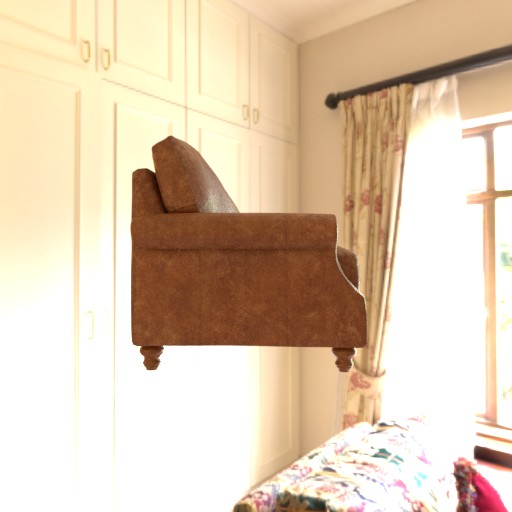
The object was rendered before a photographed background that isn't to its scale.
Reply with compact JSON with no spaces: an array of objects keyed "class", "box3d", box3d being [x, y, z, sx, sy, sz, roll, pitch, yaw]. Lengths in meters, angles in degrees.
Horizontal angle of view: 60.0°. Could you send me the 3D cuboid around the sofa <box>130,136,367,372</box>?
[{"class":"sofa","box3d":[0.000,0.000,2.857,0.973,0.977,2.351,0,-1,2]}]
